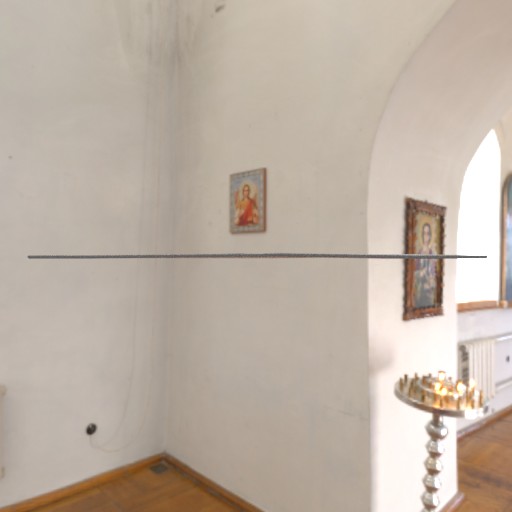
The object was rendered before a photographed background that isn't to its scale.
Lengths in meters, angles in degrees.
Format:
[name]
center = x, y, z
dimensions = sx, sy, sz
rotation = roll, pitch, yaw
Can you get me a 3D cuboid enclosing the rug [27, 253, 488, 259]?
[rug]
center = 0.000, 0.000, 2.583
dimensions = 2.341, 0.037, 0.675
rotation = 0, 0, 1
